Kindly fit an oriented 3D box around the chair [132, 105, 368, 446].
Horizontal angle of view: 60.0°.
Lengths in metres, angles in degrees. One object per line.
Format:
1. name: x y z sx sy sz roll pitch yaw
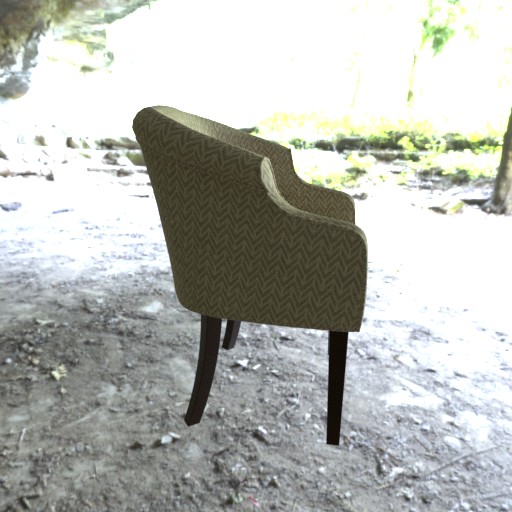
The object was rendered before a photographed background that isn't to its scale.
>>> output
1. chair: 0.000 0.000 1.326 0.613 0.858 0.686 3 16 9
